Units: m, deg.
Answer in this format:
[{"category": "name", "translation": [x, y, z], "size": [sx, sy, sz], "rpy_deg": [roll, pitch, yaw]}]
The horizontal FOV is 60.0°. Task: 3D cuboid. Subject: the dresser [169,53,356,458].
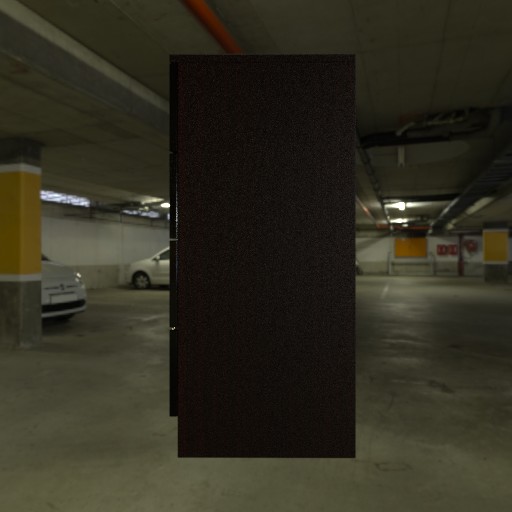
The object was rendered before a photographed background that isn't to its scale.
[{"category": "dresser", "translation": [0.000, 0.000, 1.164], "size": [0.360, 0.720, 0.750], "rpy_deg": [0, 0, 0]}]
